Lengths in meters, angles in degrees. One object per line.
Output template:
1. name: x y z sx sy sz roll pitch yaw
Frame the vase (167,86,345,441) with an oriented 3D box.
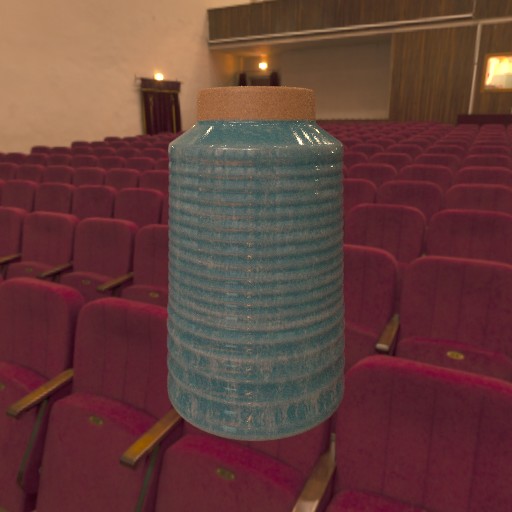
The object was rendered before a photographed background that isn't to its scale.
1. vase: 0.000 0.000 0.382 0.163 0.267 0.163 0 17 0
